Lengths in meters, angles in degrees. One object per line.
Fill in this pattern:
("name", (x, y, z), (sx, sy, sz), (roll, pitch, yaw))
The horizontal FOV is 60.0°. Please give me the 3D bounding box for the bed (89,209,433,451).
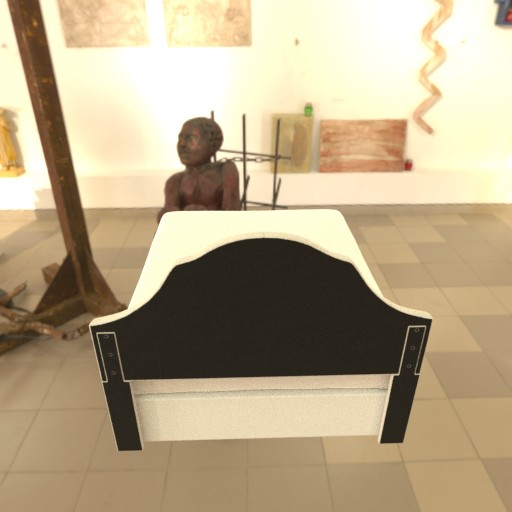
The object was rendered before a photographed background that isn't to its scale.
("bed", (0.000, 0.000, 3.710), (2.039, 1.617, 2.477), (-1, 29, -2))
